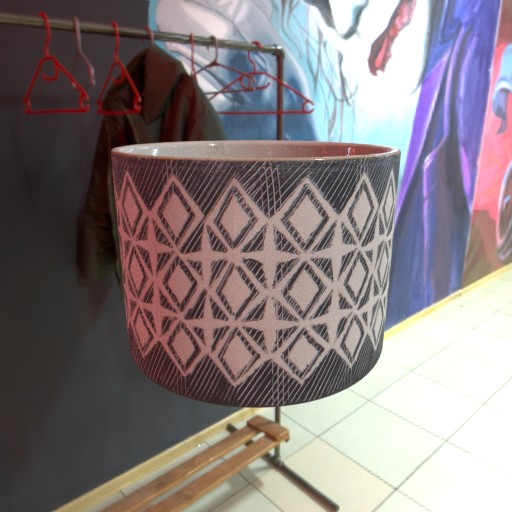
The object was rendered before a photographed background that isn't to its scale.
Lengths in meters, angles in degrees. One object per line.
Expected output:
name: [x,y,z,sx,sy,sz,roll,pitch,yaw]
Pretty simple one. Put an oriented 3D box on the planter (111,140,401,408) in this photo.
planter: [0.000,0.000,0.217,0.126,0.104,0.126,0,17,0]
